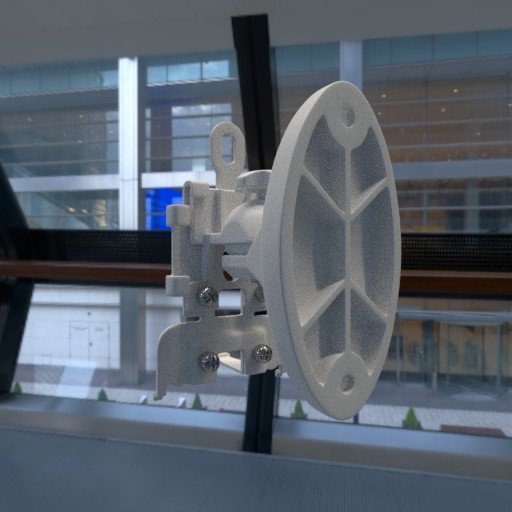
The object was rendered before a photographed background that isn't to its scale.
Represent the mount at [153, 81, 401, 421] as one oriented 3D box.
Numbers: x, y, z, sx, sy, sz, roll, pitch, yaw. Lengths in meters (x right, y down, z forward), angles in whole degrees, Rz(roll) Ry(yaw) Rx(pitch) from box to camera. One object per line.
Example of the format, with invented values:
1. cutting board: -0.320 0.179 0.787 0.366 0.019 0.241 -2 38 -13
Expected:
1. mount: 0.000 0.000 0.178 0.066 0.118 0.100 0 0 -34
